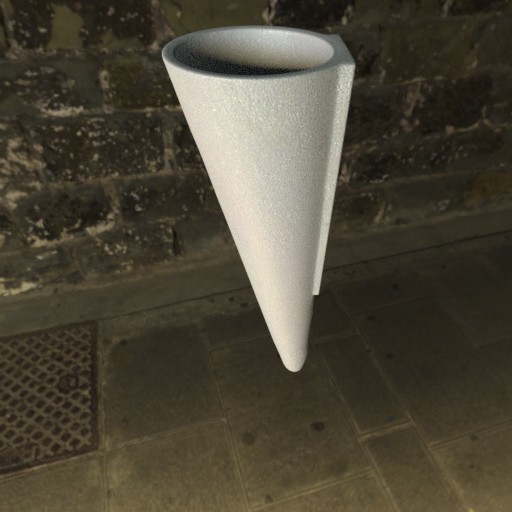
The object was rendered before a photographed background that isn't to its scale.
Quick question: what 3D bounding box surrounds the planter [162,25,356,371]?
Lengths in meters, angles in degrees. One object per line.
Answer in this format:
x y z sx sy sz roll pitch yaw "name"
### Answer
0.000 0.000 0.216 0.064 0.191 0.057 -1 42 -1 "planter"
